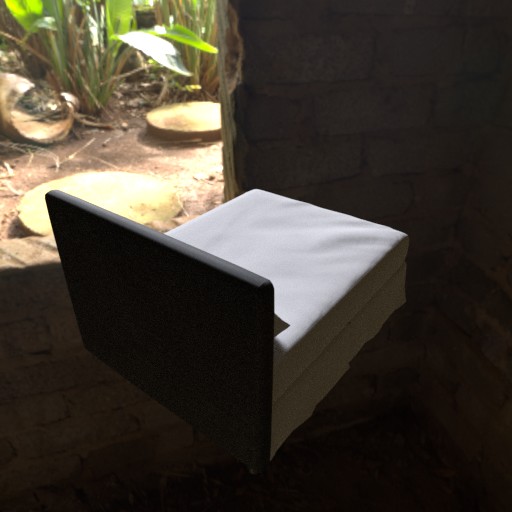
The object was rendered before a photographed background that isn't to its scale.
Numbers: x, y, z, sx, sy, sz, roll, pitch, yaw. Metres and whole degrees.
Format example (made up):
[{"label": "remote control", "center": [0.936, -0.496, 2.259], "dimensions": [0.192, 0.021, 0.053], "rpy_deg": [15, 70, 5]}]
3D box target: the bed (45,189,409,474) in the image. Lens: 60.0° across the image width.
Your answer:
[{"label": "bed", "center": [0.000, 0.000, 3.264], "dimensions": [1.723, 1.330, 2.142], "rpy_deg": [22, 37, 32]}]
